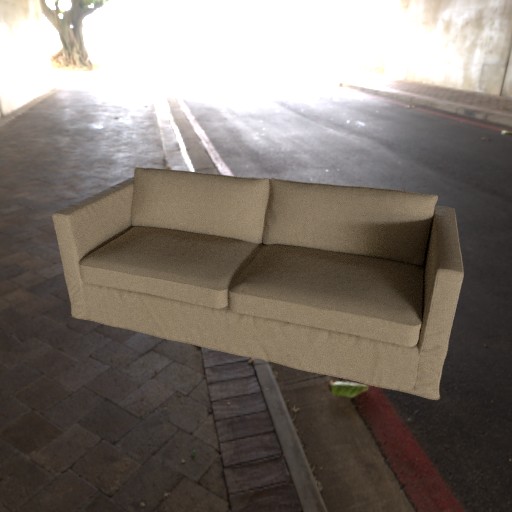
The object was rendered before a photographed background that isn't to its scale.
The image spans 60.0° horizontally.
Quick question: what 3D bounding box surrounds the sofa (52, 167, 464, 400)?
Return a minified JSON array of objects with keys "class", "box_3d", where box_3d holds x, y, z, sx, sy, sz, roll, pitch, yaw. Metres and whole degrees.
[{"class":"sofa","box_3d":[0.000,0.000,2.776,2.296,0.847,0.956,9,27,18]}]
